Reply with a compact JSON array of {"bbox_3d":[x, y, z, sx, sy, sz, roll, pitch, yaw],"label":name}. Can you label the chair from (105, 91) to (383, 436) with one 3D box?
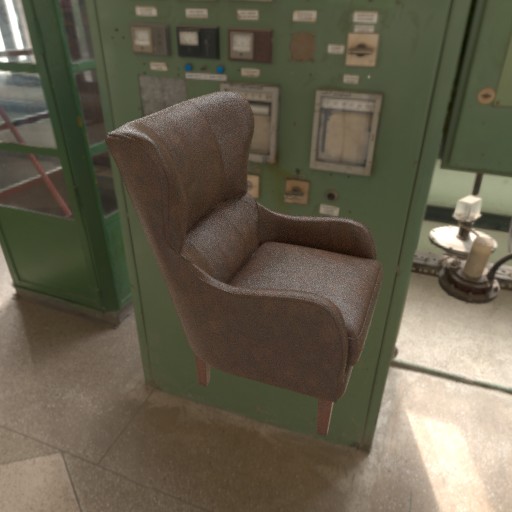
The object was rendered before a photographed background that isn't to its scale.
[{"bbox_3d":[0.000,0.000,1.671,0.914,1.048,0.692,12,32,19],"label":"chair"}]
